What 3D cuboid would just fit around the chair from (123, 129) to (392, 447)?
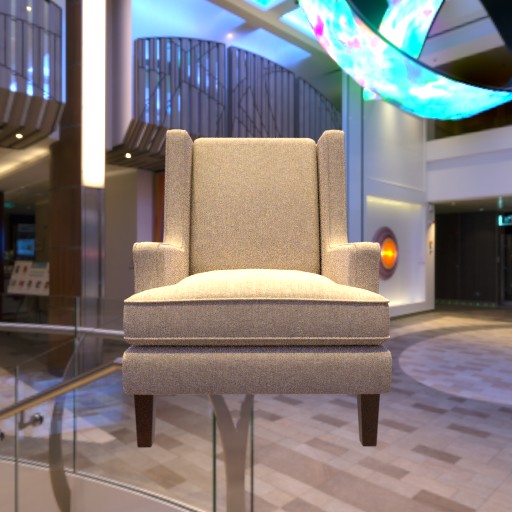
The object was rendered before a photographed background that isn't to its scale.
[{"bbox_3d":[0.000,0.000,1.685,0.764,1.082,0.948,0,0,-1],"label":"chair"}]
